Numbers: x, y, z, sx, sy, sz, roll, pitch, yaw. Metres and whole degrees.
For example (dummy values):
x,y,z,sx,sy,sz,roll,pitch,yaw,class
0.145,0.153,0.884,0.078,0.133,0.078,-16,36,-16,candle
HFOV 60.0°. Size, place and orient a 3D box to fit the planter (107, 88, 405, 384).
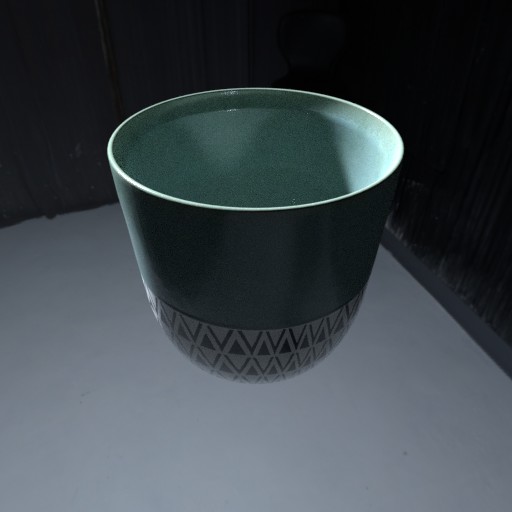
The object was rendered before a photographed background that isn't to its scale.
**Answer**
x,y,z,sx,sy,sz,roll,pitch,yaw,class
0.000,0.000,0.371,0.198,0.214,0.198,0,38,0,planter
